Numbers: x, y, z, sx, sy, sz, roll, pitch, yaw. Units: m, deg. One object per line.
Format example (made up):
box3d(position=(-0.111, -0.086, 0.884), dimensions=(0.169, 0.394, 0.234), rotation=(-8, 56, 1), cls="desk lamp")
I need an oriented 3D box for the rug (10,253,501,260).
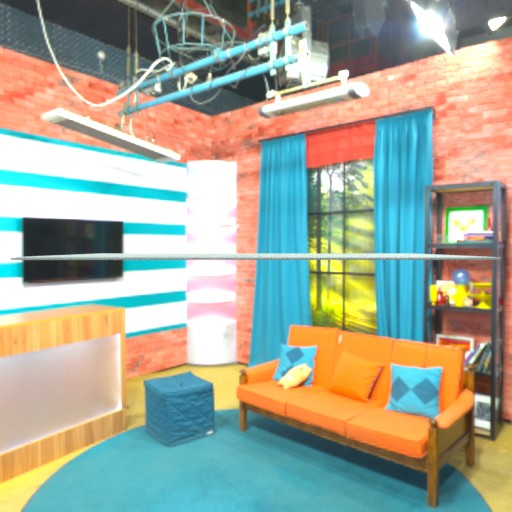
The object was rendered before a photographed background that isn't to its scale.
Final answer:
box3d(position=(0.000, 0.000, 1.400), dimensions=(1.219, 0.007, 0.604), rotation=(0, 1, 0), cls="rug")
